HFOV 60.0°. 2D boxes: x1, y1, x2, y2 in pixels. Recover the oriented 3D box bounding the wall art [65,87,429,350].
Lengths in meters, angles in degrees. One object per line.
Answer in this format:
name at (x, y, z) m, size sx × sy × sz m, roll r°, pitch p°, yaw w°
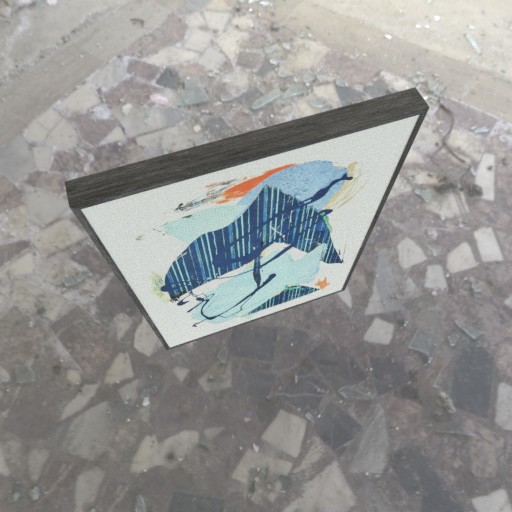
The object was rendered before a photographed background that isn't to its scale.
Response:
wall art at (0.000, 0.000, 1.352) m, size 0.762 × 1.016 × 0.063 m, roll -17°, pitch 64°, yaw -9°
